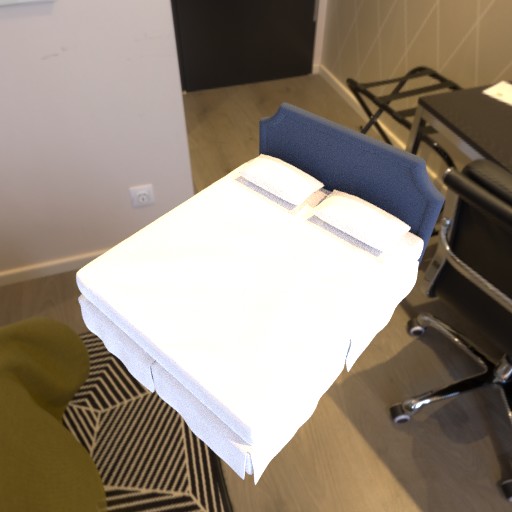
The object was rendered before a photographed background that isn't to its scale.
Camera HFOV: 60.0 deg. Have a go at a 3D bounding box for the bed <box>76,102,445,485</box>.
[{"bbox_3d":[0.000,0.000,4.160,2.350,1.488,2.773,32,54,27],"label":"bed"}]
